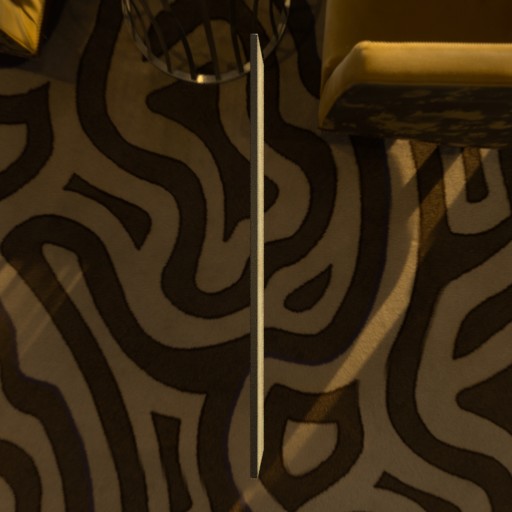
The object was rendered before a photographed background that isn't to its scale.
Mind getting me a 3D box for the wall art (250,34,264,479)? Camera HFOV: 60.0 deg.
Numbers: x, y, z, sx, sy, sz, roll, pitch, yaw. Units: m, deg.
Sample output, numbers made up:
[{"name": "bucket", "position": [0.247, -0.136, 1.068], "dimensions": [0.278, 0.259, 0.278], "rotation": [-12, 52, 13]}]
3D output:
[{"name": "wall art", "position": [0.000, 0.000, 0.886], "dimensions": [0.018, 0.660, 0.559], "rotation": [0, 90, 0]}]
